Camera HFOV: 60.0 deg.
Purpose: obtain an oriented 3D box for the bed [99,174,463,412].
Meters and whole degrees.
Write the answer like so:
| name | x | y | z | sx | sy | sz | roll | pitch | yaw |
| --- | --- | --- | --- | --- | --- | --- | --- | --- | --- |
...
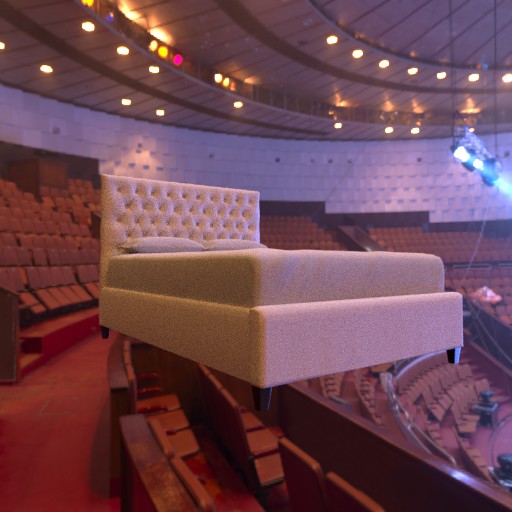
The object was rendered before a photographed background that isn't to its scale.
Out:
| name | x | y | z | sx | sy | sz | roll | pitch | yaw |
| --- | --- | --- | --- | --- | --- | --- | --- | --- | --- |
| bed | 0.000 | 0.000 | 3.405 | 1.698 | 1.427 | 2.387 | 0 | -1 | -36 |
